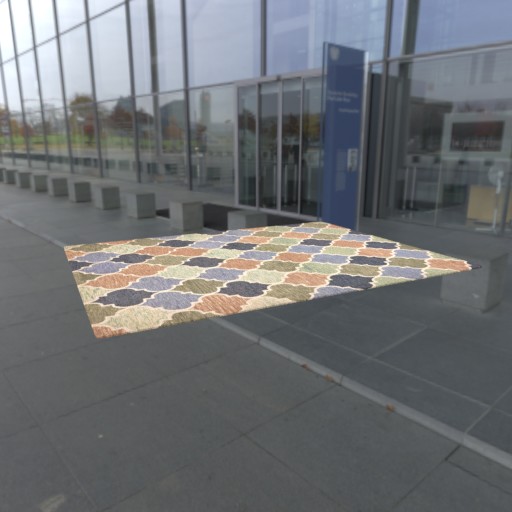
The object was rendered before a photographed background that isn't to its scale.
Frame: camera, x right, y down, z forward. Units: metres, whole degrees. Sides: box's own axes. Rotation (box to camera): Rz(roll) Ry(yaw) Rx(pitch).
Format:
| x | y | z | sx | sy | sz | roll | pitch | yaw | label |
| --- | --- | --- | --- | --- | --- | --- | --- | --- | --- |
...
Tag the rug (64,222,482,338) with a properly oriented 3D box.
| x | y | z | sx | sy | sz | roll | pitch | yaw | label |
| --- | --- | --- | --- | --- | --- | --- | --- | --- | --- |
| 0.000 | 0.000 | 4.198 | 3.200 | 0.013 | 2.439 | -7 | 16 | -26 | rug |
